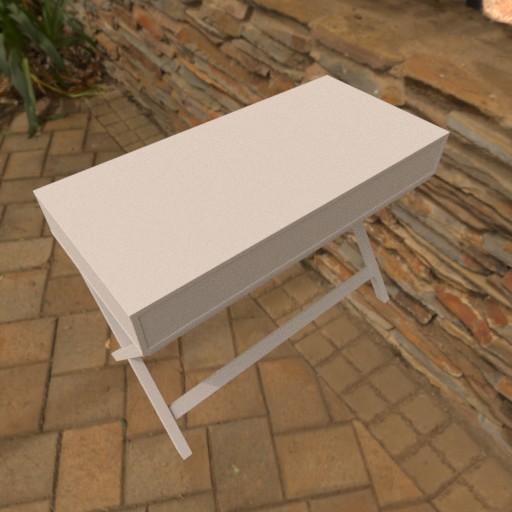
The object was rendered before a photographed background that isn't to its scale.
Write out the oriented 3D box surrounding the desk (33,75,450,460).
[{"bbox_3d":[0.000,0.000,1.500,1.057,0.780,0.525,-31,53,-26],"label":"desk"}]
